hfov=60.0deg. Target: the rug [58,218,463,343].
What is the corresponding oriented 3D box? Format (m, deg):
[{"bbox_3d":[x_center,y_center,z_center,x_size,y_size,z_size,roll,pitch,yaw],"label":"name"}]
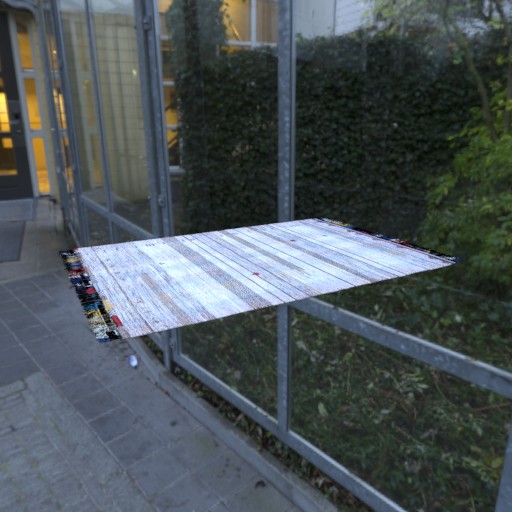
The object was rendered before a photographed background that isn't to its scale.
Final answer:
[{"bbox_3d":[0.000,0.000,2.360,1.848,0.012,1.217,-9,19,-27],"label":"rug"}]
